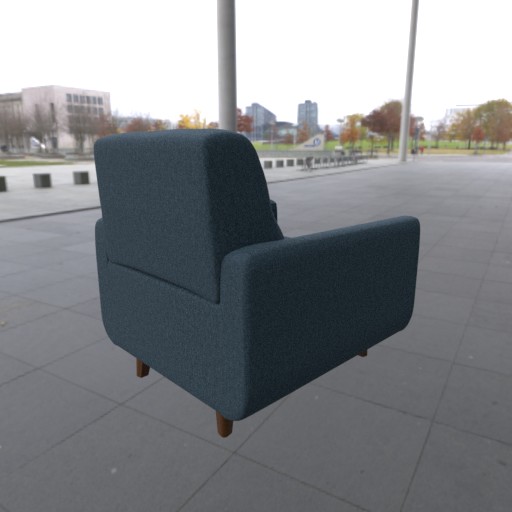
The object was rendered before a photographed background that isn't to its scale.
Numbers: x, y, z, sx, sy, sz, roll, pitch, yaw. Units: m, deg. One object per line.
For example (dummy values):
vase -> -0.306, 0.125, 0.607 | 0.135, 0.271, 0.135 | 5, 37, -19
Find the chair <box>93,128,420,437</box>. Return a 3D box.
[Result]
chair -> 0.000, 0.000, 1.732 | 0.964, 0.940, 0.880 | -13, 19, -42
